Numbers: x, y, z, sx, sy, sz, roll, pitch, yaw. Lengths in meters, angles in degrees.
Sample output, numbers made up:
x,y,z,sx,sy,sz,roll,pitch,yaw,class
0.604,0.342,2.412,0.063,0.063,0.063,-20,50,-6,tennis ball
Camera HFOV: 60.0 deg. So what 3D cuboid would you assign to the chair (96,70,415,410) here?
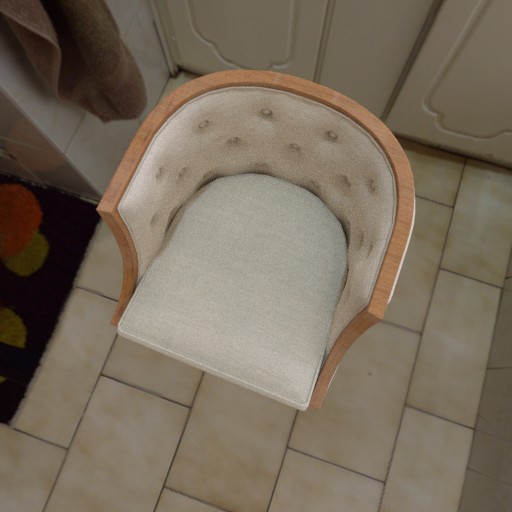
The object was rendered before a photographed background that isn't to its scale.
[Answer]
x,y,z,sx,sy,sz,roll,pitch,yaw,class
0.000,0.000,1.378,0.711,0.775,0.757,21,76,5,chair
